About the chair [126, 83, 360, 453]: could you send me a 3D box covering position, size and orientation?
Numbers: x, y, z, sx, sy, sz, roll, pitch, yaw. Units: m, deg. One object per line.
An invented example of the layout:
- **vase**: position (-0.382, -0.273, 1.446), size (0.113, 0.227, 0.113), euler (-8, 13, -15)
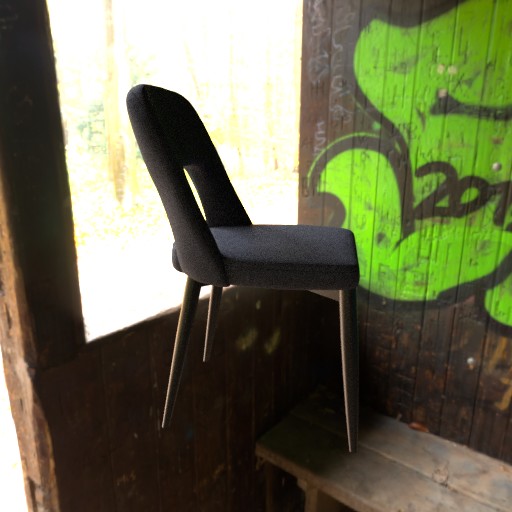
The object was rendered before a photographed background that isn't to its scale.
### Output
- **chair**: position (0.000, 0.000, 1.283), size (0.612, 0.931, 0.470), euler (3, 16, 10)
